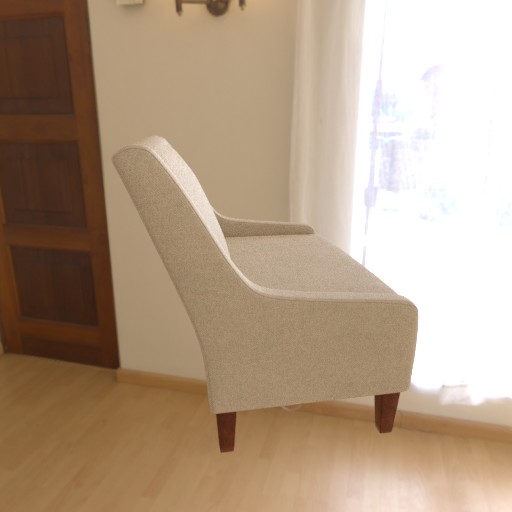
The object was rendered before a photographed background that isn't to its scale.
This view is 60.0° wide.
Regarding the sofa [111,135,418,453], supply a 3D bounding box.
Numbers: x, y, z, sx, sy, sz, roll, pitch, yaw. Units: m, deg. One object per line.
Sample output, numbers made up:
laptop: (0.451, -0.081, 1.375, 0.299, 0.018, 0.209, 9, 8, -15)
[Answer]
sofa: (0.000, 0.000, 1.881, 0.946, 0.976, 1.212, -3, 17, -9)
